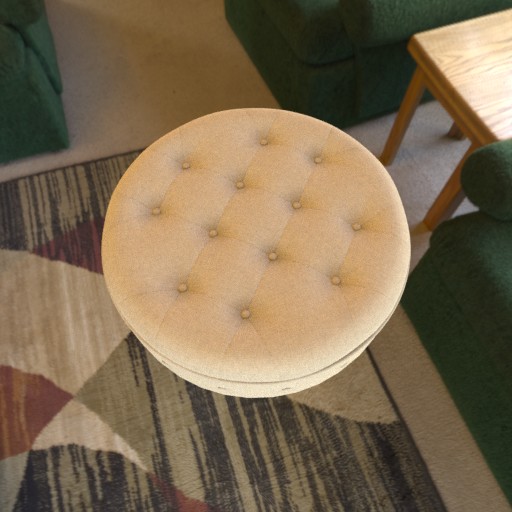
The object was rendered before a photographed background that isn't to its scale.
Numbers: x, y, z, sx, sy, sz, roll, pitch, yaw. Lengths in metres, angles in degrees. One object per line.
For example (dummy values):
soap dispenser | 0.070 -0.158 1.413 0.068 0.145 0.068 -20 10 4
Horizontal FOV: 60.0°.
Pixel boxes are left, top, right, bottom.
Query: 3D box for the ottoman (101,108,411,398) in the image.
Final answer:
ottoman | 0.000 0.000 1.376 0.849 0.478 0.849 0 63 0
